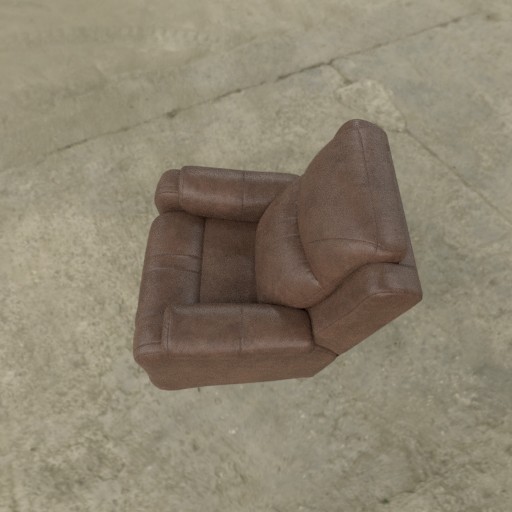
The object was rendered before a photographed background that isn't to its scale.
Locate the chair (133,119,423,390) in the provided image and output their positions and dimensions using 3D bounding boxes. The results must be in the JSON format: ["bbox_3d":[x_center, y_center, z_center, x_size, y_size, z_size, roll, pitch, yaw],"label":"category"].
[{"bbox_3d":[0.000,0.000,1.902,1.067,0.990,0.940,0,58,0],"label":"chair"}]
